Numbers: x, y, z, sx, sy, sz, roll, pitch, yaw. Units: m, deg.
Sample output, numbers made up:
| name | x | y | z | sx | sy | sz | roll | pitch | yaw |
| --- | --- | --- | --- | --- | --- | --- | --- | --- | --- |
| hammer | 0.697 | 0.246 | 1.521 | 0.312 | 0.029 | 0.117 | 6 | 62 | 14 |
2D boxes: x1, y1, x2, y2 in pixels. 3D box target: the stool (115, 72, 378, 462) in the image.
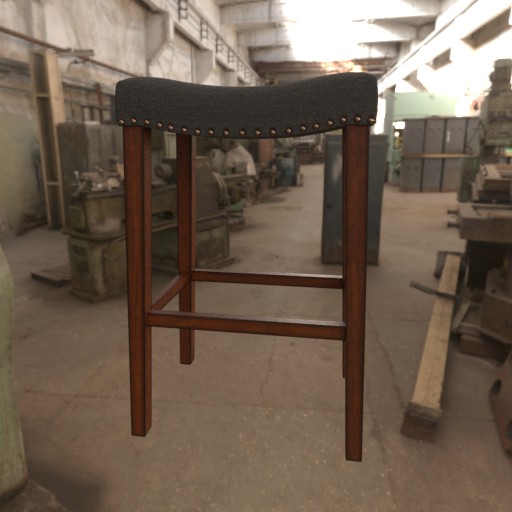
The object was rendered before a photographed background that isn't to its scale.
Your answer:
| name | x | y | z | sx | sy | sz | roll | pitch | yaw |
| --- | --- | --- | --- | --- | --- | --- | --- | --- | --- |
| stool | 0.000 | 0.000 | 1.025 | 0.502 | 0.760 | 0.366 | 3 | 15 | 9 |
